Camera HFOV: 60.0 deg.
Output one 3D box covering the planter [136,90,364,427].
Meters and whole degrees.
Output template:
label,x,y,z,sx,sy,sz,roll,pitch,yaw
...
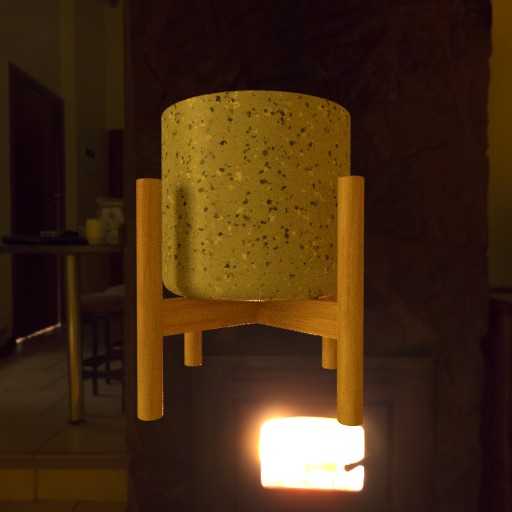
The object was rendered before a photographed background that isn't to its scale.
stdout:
label,x,y,z,sx,sy,sz,roll,pitch,yaw
planter,0.000,0.000,0.536,0.284,0.320,0.284,0,1,-18
